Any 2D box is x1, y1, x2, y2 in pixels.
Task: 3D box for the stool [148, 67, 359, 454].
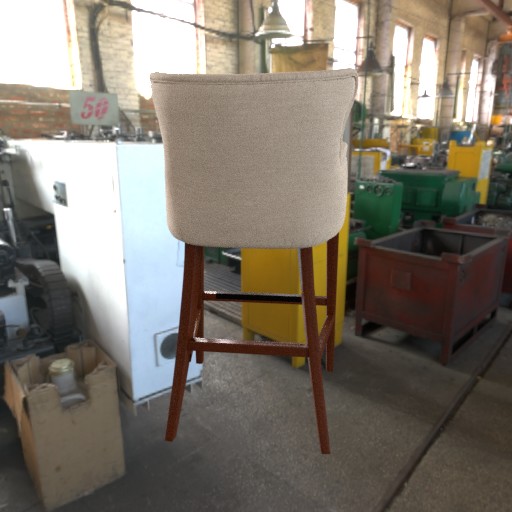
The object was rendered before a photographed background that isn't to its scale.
[{"bbox_3d":[0.000,0.000,1.363,0.556,1.034,0.563,2,15,7],"label":"stool"}]
